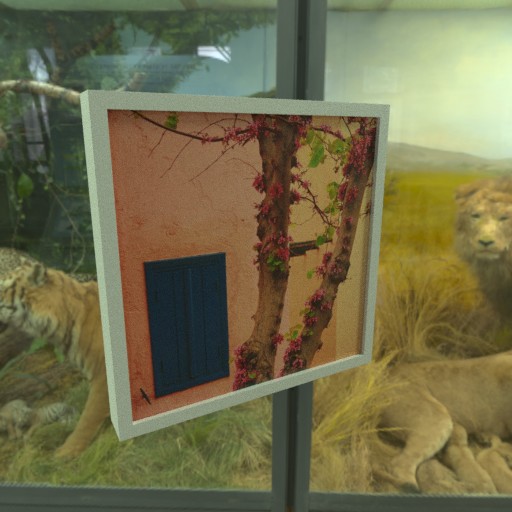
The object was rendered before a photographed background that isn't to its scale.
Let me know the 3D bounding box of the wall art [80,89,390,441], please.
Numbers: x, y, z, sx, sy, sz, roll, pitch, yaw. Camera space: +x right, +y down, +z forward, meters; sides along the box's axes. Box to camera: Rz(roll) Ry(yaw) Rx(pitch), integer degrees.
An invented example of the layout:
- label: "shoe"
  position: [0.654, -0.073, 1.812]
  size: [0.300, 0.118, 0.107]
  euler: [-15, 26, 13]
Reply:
- label: "wall art"
  position: [0.000, 0.000, 0.452]
  size: [0.305, 0.302, 0.038]
  euler: [-8, 17, -28]
